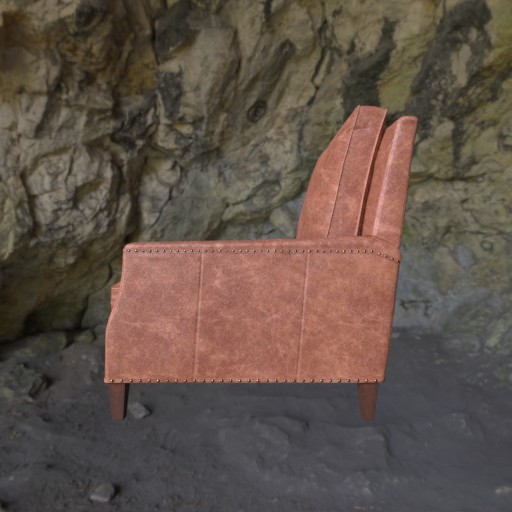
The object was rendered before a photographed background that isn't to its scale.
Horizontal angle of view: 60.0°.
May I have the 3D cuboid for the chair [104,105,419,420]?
[{"bbox_3d":[0.000,0.000,1.826,1.035,1.054,0.854,0,1,0],"label":"chair"}]
